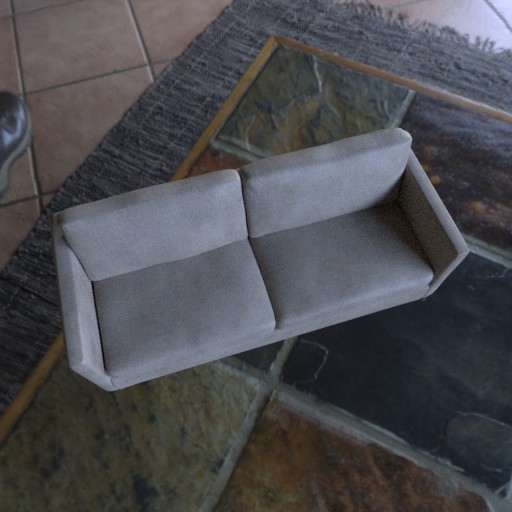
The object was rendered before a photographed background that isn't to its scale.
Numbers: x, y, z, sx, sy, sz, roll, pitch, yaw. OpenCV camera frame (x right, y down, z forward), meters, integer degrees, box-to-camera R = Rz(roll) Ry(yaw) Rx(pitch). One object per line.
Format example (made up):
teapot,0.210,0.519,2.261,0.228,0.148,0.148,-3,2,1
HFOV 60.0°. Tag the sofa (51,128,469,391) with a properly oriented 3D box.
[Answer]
sofa,0.000,0.000,2.712,2.208,0.965,0.951,-15,64,-7
